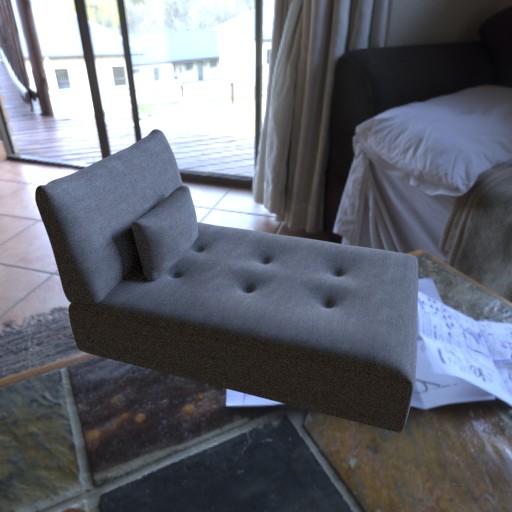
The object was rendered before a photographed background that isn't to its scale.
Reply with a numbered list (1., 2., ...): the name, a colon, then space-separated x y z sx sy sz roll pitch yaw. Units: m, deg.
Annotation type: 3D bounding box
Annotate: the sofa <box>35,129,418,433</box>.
1. sofa: 0.000 0.000 1.982 1.450 0.820 0.930 9 32 16
